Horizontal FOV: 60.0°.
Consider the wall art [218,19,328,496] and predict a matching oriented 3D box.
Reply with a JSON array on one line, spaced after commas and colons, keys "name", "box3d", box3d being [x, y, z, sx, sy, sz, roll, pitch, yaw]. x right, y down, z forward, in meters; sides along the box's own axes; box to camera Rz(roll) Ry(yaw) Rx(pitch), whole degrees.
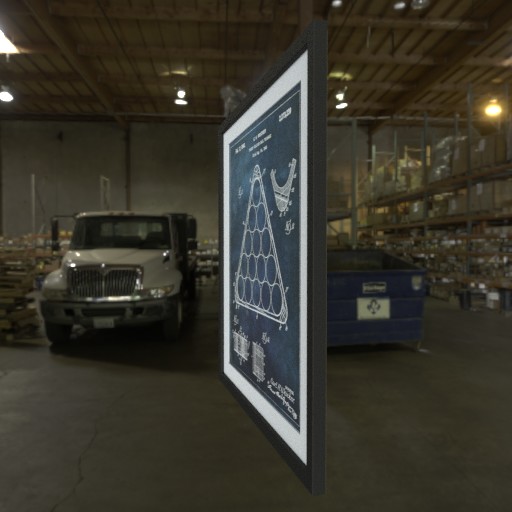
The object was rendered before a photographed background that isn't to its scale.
[{"name": "wall art", "box3d": [0.000, 0.000, 1.164, 0.028, 0.863, 0.755, 0, 1, -18]}]
